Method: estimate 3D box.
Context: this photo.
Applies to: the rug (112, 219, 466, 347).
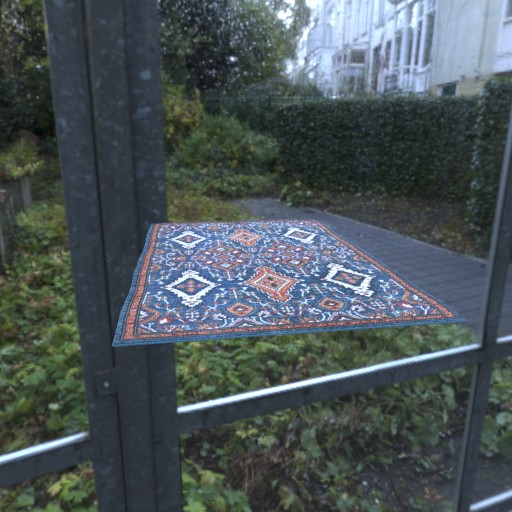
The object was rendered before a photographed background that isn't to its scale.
[{"bbox_3d":[0.000,0.000,2.315,1.195,0.014,1.847,-2,16,-9],"label":"rug"}]
